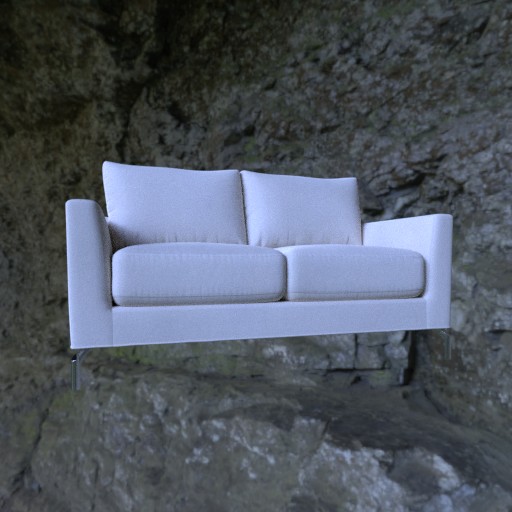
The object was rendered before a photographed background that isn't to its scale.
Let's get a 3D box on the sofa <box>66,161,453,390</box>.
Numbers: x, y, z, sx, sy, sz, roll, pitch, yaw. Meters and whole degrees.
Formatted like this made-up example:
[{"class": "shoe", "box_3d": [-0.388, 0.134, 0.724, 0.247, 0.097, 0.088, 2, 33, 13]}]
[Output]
[{"class": "sofa", "box_3d": [0.000, 0.000, 2.288, 1.739, 0.995, 0.906, 0, -1, -18]}]
